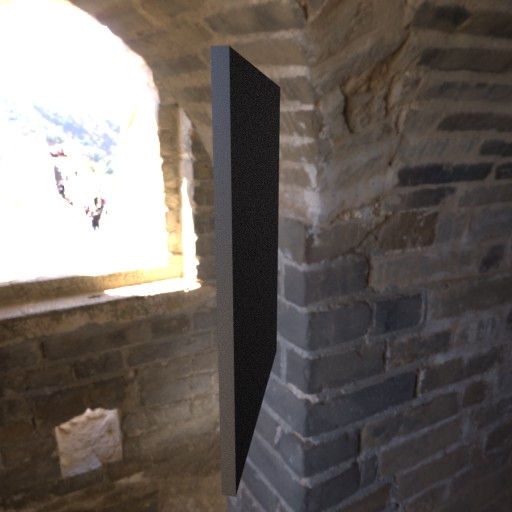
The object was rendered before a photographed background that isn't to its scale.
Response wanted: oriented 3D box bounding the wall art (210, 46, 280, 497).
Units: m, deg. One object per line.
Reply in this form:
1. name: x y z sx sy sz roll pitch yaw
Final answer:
1. wall art: 0.000 0.000 1.382 0.038 1.062 0.806 3 16 10
